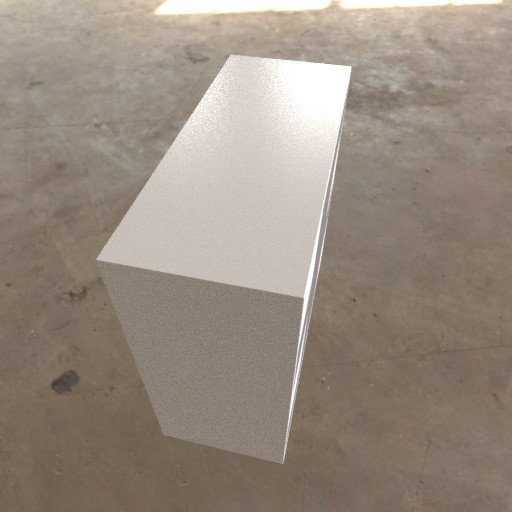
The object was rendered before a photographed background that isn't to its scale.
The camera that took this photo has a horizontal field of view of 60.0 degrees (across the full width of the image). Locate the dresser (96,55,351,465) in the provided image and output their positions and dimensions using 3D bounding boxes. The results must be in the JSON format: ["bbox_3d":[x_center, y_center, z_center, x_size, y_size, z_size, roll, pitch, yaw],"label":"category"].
[{"bbox_3d":[0.000,0.000,1.657,0.460,1.000,1.100,10,48,9],"label":"dresser"}]
